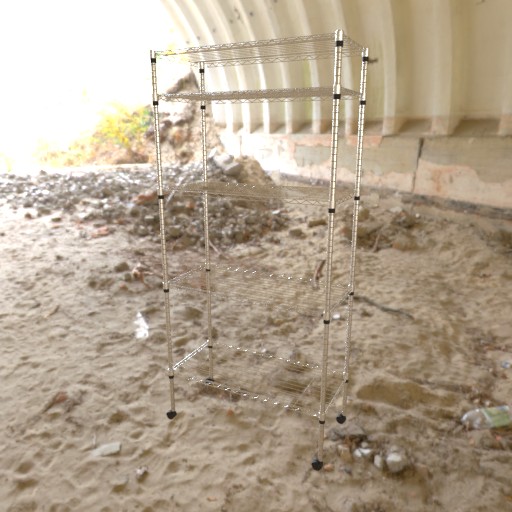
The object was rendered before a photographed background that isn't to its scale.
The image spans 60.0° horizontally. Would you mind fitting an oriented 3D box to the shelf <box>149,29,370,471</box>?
[{"bbox_3d":[0.000,0.000,1.852,0.762,1.587,0.356,8,17,26],"label":"shelf"}]
